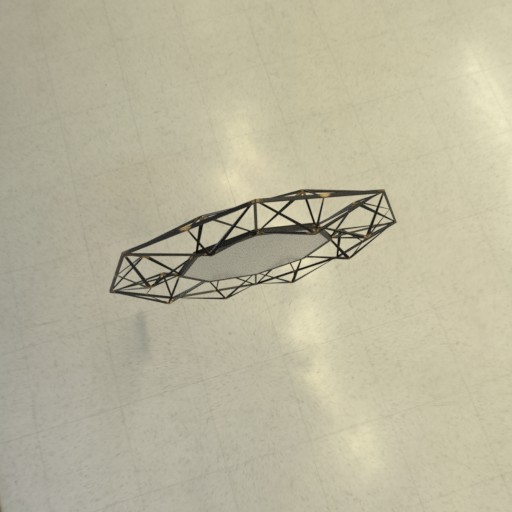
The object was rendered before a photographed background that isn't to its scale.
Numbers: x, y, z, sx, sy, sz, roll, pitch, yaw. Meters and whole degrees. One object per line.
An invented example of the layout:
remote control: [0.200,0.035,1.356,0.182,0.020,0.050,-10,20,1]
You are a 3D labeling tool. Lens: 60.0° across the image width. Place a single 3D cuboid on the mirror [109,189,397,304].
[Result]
mirror: [0.000,0.000,1.064,0.710,0.710,0.094,-14,76,-4]
